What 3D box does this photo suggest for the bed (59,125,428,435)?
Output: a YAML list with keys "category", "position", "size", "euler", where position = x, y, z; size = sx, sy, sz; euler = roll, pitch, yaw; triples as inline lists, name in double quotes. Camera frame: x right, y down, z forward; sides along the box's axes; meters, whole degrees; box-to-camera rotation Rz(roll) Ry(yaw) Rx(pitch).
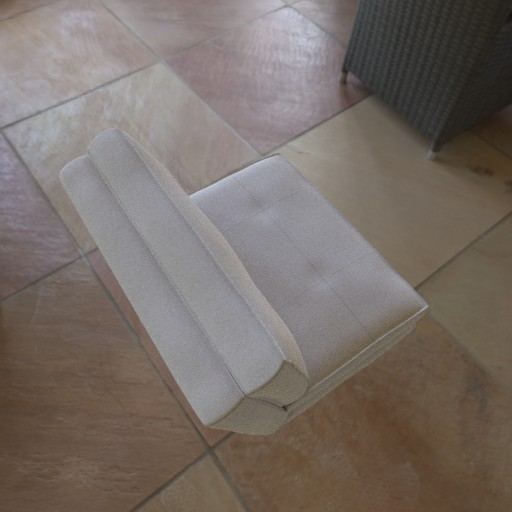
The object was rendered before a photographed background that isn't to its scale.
- category: "bed"
  position: [0.000, 0.000, 1.301]
  size: [0.749, 0.614, 0.799]
  euler: [-30, 63, -17]
